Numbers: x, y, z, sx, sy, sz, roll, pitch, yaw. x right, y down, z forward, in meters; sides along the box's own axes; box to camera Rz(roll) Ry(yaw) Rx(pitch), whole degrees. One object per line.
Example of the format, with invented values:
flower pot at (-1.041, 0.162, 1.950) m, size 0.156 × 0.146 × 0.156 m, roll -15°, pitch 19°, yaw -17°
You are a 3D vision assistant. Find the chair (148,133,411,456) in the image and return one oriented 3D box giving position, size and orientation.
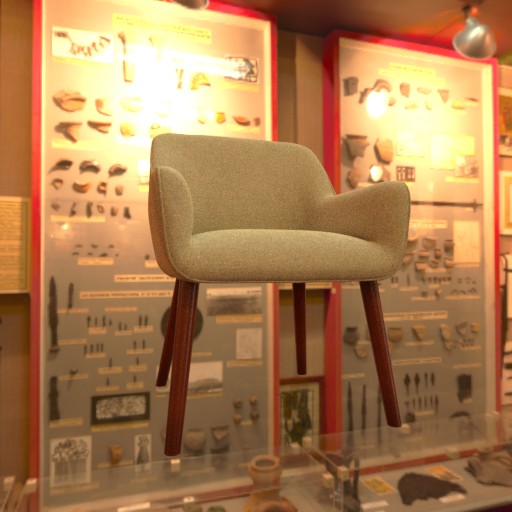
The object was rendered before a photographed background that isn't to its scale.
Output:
chair at (0.000, 0.000, 1.248) m, size 0.610 × 0.813 × 0.610 m, roll 0°, pitch -1°, yaw -17°
